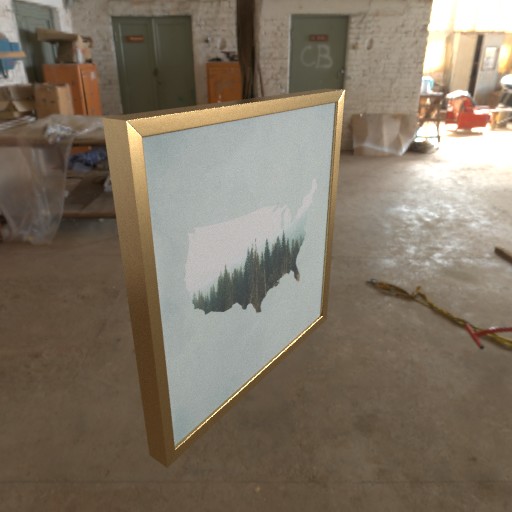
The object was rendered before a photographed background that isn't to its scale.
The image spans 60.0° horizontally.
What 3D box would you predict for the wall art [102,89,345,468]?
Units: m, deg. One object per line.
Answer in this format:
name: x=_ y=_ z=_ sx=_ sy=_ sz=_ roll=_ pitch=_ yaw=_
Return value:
wall art: x=0.000 y=0.000 z=0.763 sx=0.040 sy=0.509 sz=0.509 roll=17 pitch=30 yaw=33
